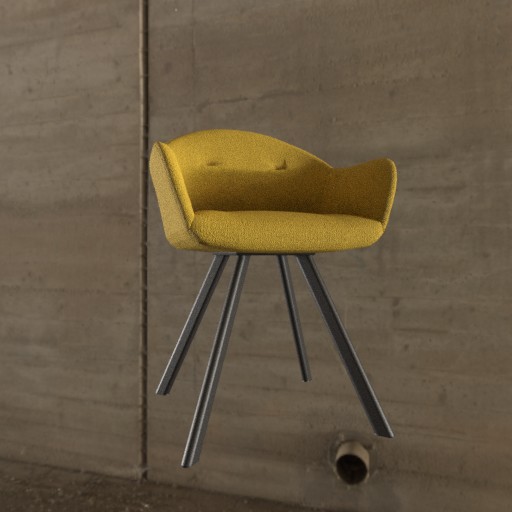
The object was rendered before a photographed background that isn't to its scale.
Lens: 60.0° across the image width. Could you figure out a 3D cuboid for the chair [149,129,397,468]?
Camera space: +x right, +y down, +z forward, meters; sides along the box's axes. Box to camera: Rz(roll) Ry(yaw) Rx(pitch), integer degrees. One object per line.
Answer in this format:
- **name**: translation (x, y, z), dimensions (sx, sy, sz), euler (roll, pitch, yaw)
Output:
- **chair**: translation (0.000, 0.000, 1.148), dimensions (0.545, 0.775, 0.565), euler (0, 0, -17)
